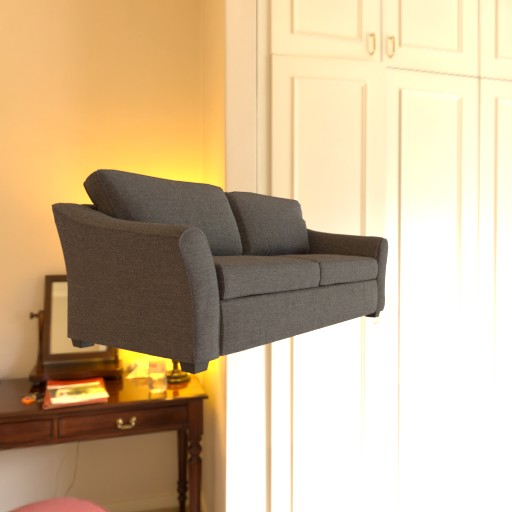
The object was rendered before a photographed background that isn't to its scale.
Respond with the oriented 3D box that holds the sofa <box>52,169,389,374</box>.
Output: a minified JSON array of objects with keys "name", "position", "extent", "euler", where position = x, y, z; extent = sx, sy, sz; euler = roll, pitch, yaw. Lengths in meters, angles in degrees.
[{"name":"sofa","position":[0.000,0.000,2.876],"extent":[0.971,0.950,2.270],"euler":[1,1,37]}]
